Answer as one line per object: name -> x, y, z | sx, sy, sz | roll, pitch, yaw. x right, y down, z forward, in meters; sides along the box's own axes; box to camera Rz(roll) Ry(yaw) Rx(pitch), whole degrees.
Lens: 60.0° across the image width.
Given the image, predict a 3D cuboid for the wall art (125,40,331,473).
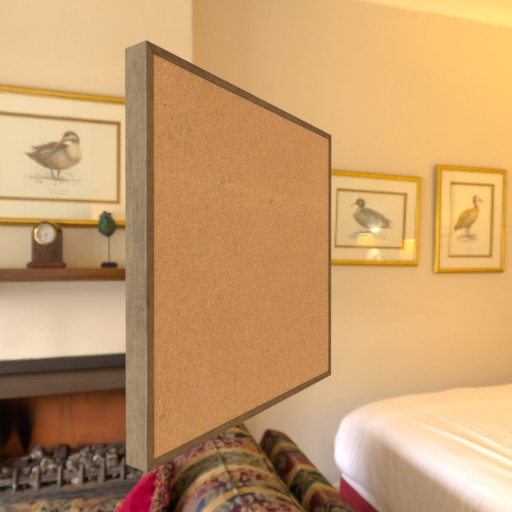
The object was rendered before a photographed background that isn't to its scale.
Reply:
wall art -> 0.000, 0.000, 0.740 | 0.038, 0.508, 0.508 | 0, 1, 34
